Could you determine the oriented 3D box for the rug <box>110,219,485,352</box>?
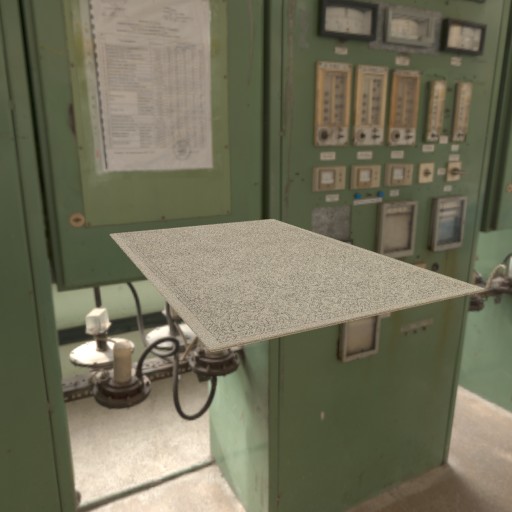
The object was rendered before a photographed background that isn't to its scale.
[{"bbox_3d":[0.000,0.000,2.363,1.219,0.010,1.829,-7,17,-26],"label":"rug"}]
